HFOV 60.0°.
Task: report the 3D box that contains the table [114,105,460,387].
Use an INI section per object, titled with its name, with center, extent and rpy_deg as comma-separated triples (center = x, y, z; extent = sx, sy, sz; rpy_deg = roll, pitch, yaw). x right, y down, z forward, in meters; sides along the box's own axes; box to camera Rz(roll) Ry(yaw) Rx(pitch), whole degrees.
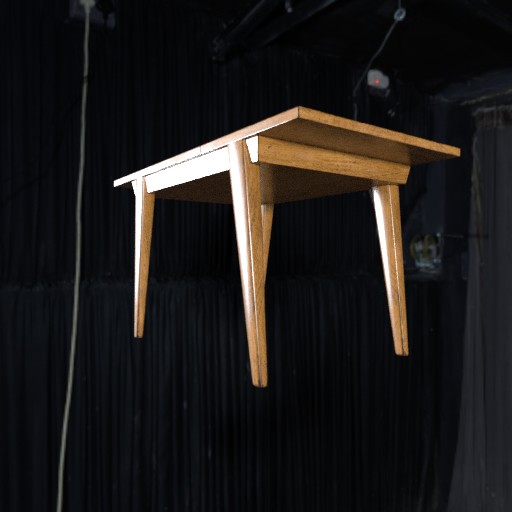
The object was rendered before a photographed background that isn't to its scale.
[table]
center = 0.000, 0.000, 1.901
extent = 0.757, 0.760, 1.400
rpy_deg = 0, 0, -36
